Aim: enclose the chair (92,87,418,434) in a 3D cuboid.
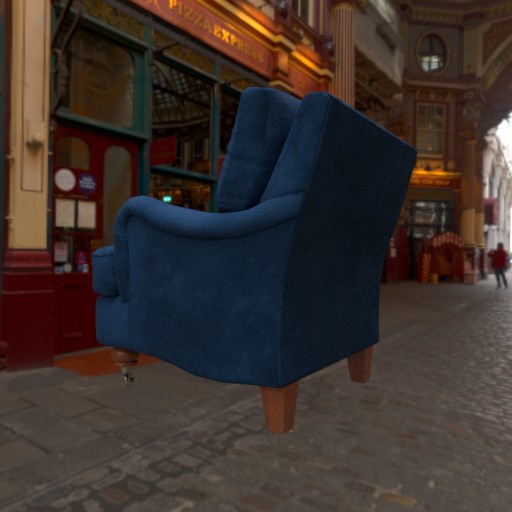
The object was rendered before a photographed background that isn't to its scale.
[{"bbox_3d":[0.000,0.000,1.831,1.078,1.076,0.895,0,1,36],"label":"chair"}]
